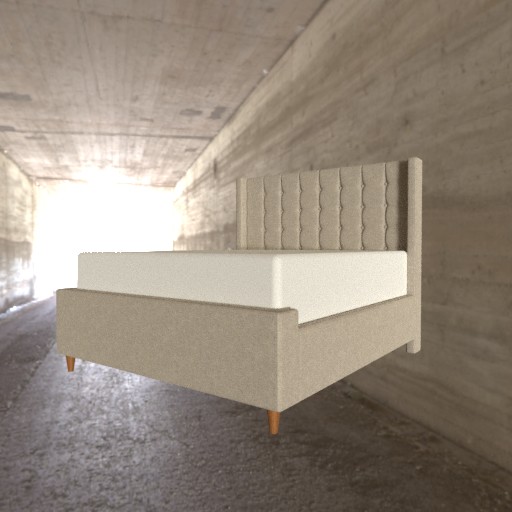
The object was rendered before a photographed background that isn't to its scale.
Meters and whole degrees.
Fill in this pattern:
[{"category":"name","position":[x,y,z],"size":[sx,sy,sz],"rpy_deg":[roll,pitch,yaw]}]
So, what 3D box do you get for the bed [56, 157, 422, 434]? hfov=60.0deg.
[{"category":"bed","position":[0.000,0.000,3.705],"size":[2.045,1.743,2.370],"rpy_deg":[1,2,36]}]
